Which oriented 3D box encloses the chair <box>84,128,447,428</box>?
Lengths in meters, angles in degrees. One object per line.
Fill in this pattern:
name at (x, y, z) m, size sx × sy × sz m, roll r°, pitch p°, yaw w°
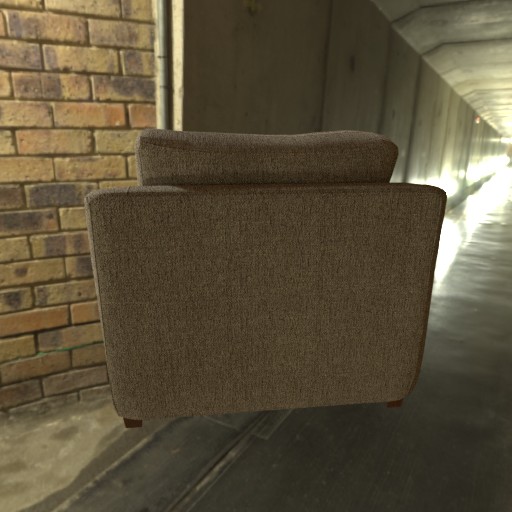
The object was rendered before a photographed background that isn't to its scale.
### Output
chair at (0.000, 0.000, 1.899) m, size 1.138 × 1.037 × 1.009 m, roll -2°, pitch 15°, yaw -7°
